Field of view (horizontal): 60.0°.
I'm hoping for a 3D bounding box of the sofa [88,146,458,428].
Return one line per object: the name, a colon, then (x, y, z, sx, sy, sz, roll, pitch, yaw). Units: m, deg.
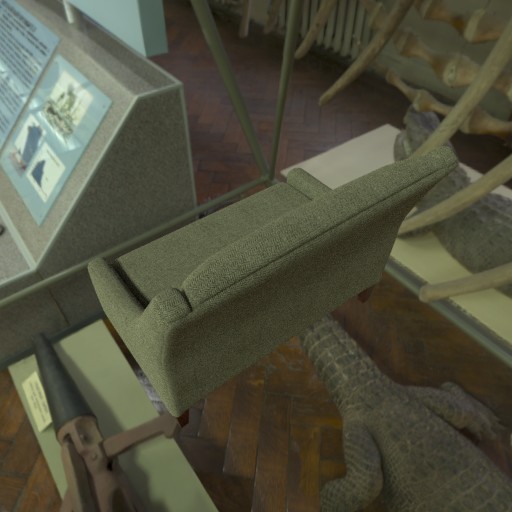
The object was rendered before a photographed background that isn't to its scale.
sofa: (0.000, 0.000, 1.931, 1.242, 1.021, 0.870, -28, 52, -25)
